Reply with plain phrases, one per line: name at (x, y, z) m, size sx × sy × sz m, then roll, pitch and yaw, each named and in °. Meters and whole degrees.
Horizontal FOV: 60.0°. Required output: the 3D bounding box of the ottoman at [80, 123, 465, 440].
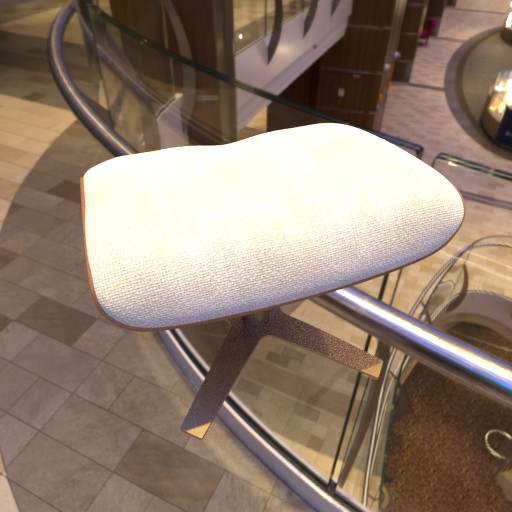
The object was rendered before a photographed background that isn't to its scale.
ottoman at (0.000, 0.000, 0.789) m, size 0.520 × 0.391 × 0.394 m, roll -14°, pitch 43°, yaw -15°
